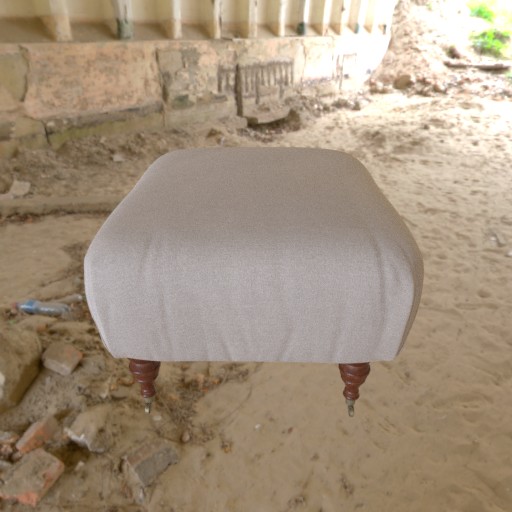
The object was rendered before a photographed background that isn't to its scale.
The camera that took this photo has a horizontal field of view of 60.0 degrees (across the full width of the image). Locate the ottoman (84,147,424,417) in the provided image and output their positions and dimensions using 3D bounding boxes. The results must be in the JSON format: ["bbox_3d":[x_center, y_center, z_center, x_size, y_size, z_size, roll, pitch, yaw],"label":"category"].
[{"bbox_3d":[0.000,0.000,1.122,0.622,0.450,0.746,0,27,1],"label":"ottoman"}]
